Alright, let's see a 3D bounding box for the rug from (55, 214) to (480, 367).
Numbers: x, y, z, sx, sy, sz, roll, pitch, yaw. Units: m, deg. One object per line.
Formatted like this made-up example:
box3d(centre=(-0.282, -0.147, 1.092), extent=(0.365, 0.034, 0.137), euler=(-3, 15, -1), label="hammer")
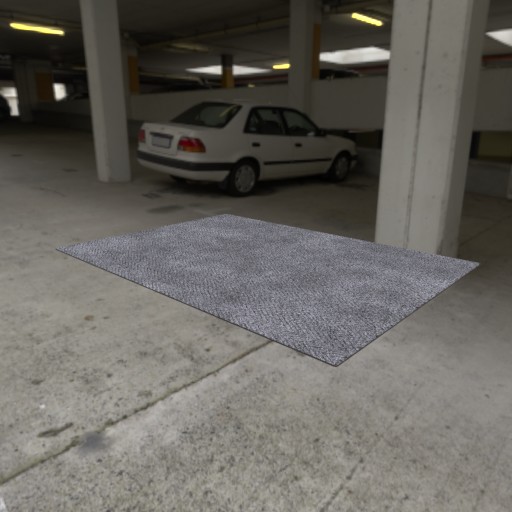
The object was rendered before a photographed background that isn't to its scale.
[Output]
box3d(centre=(0.000, 0.000, 2.846), extent=(2.235, 0.008, 1.600), euler=(15, 22, 40), label="rug")
